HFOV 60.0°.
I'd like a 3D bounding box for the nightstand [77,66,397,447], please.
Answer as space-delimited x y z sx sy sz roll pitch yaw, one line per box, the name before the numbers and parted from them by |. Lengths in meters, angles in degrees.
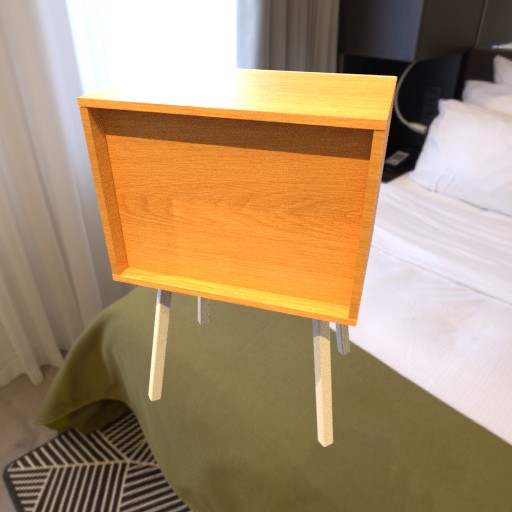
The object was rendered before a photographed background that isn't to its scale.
nightstand | 0.000 0.000 0.822 0.400 0.601 0.316 9 32 15
